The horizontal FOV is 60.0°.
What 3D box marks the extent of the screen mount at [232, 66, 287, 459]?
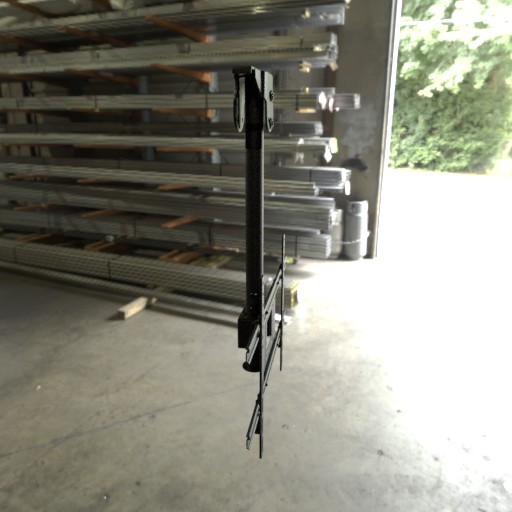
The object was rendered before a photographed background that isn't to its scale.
[{"bbox_3d":[0.000,0.000,1.017,0.090,0.775,0.595,3,16,9],"label":"screen mount"}]
